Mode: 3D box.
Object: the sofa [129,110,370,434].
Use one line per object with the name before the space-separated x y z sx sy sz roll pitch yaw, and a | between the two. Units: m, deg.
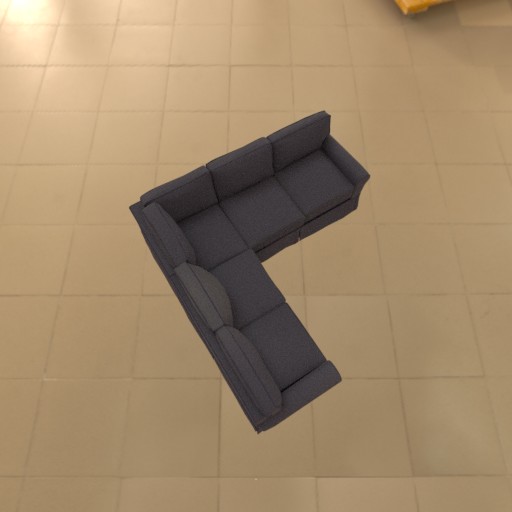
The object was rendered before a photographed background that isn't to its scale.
sofa | 0.000 0.000 5.100 2.874 1.169 3.773 -1 63 0
